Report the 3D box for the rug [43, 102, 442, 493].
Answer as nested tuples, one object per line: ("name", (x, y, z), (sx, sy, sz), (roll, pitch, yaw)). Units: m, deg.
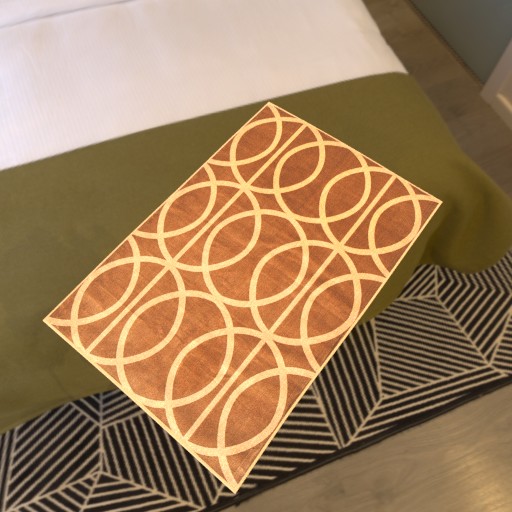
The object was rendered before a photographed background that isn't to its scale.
("rug", (0.000, 0.000, 2.894), (1.526, 0.014, 2.290), (35, 69, 16))
